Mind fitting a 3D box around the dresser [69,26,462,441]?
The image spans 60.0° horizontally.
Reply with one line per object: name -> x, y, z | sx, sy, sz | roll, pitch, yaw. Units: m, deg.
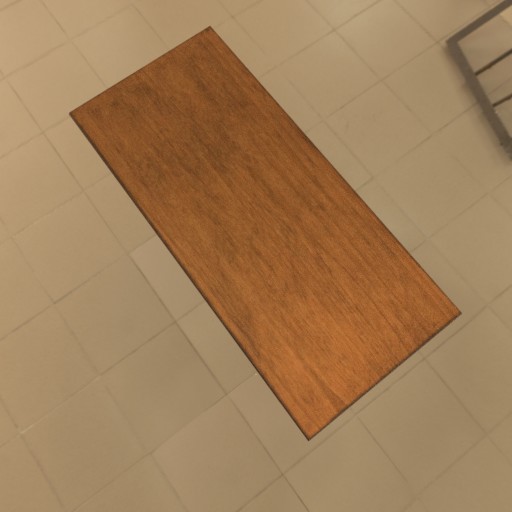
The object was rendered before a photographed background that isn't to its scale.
dresser -> 0.000, 0.000, 1.947 | 0.591, 1.224, 1.250 | -36, 78, -9
